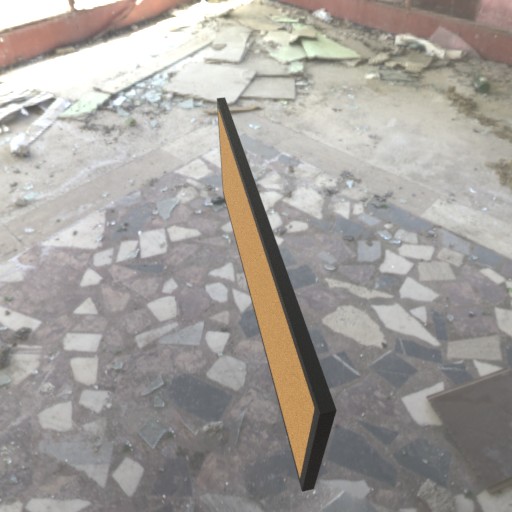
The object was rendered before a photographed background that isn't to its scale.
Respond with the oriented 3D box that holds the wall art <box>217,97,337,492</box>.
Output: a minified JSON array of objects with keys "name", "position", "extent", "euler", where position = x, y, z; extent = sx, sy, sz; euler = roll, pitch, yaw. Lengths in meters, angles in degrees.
[{"name":"wall art","position":[0.000,0.000,1.744],"extent":[0.041,0.554,1.572],"euler":[-9,46,-8]}]
